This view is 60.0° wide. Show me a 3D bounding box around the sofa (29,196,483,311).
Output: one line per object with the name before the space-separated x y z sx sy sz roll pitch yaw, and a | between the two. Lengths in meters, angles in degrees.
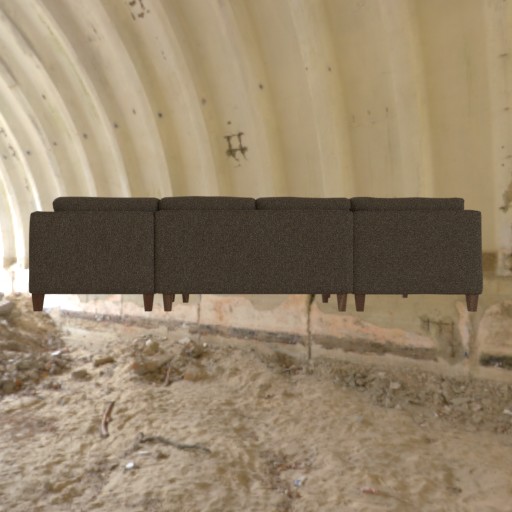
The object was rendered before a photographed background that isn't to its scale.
sofa | 0.000 0.000 4.362 3.238 0.853 2.551 0 -2 0
